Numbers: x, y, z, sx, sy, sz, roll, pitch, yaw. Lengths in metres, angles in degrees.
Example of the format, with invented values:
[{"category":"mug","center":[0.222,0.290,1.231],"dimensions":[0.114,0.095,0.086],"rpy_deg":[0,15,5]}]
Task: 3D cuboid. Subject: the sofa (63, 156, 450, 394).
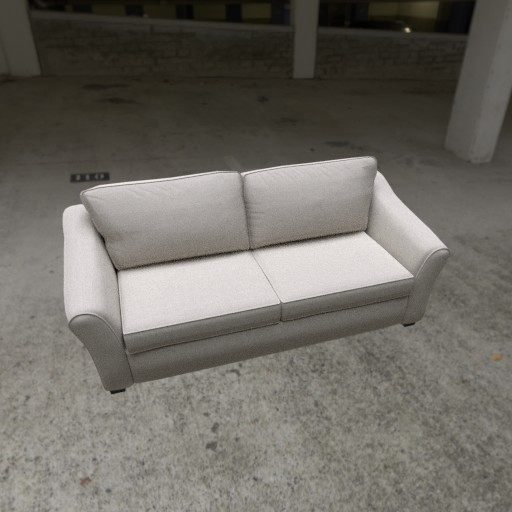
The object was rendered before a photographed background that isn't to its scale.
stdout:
[{"category":"sofa","center":[0.000,0.000,2.849],"dimensions":[2.270,0.965,0.980],"rpy_deg":[-9,33,-15]}]
